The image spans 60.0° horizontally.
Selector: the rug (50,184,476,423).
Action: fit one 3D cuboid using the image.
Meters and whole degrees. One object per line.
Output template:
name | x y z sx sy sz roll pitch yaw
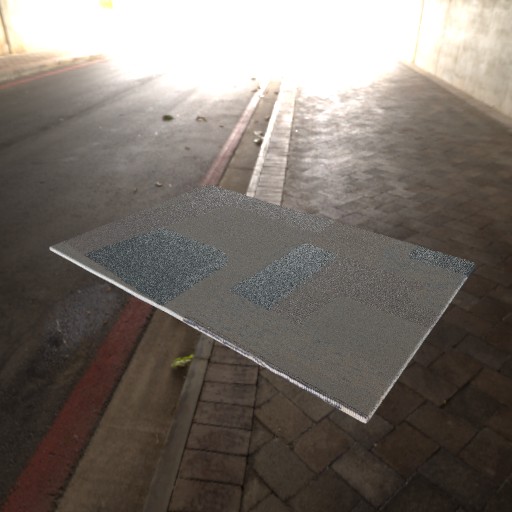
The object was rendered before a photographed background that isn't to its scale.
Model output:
rug | 0.000 0.000 2.297 1.847 0.020 1.238 21 36 33
